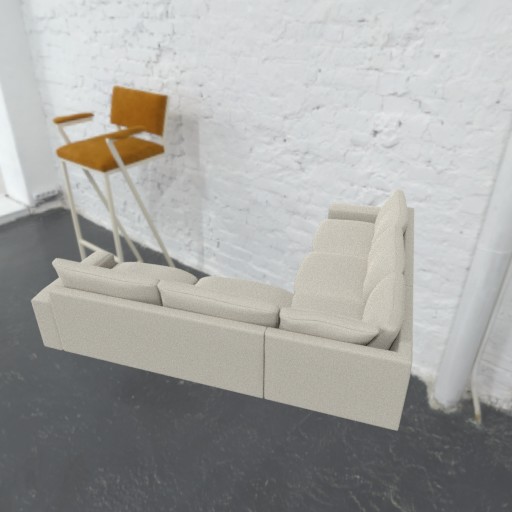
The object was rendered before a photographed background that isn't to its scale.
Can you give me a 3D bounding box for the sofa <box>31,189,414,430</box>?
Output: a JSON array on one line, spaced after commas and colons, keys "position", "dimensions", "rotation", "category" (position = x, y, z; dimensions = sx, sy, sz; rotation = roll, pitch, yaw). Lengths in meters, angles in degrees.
[{"position": [0.000, 0.000, 4.808], "dimensions": [3.206, 0.918, 3.066], "rotation": [9, 30, 15], "category": "sofa"}]
